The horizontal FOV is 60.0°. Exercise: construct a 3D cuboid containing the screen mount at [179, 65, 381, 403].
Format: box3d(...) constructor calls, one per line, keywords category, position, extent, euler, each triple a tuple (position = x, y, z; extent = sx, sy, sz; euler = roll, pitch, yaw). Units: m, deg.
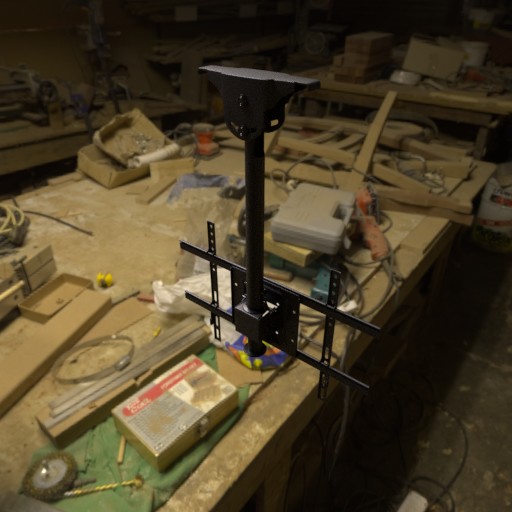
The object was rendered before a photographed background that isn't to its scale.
box3d(category="screen mount", position=(0.000, 0.000, 1.003), extent=(0.595, 0.775, 0.090), euler=(23, 38, 32))
